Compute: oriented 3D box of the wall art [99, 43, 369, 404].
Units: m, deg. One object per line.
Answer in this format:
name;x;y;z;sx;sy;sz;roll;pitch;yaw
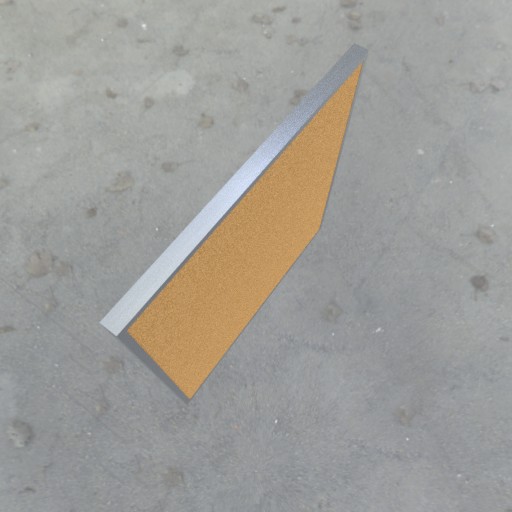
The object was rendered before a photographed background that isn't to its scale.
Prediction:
wall art;0.000;0.000;1.214;0.038;0.806;0.806;33;69;15
